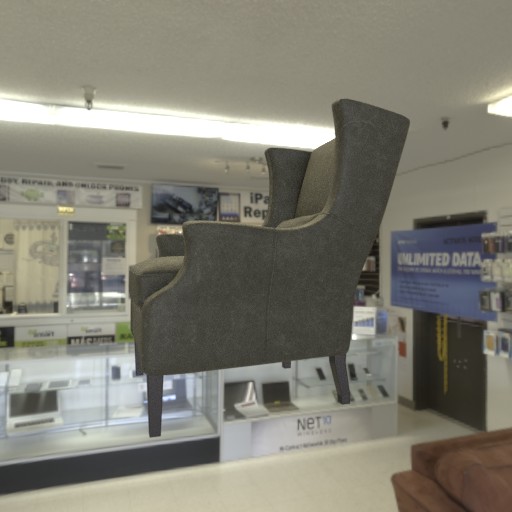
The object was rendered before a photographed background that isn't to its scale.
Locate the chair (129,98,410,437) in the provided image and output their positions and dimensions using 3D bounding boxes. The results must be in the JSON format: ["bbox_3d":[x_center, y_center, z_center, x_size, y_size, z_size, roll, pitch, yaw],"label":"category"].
[{"bbox_3d":[0.000,0.000,1.711,0.926,1.016,0.853,0,0,-18],"label":"chair"}]
